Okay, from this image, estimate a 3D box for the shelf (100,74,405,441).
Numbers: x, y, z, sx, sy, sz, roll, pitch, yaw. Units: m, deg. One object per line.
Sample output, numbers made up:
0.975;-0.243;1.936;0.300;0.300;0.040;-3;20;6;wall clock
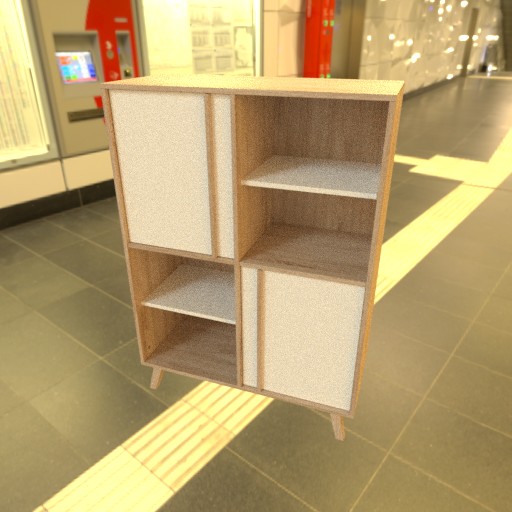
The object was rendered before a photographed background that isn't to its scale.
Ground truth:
0.000;0.000;1.895;1.000;1.390;0.450;9;28;17;shelf
